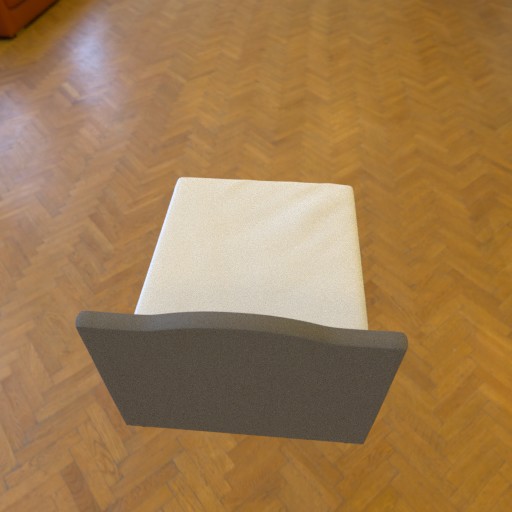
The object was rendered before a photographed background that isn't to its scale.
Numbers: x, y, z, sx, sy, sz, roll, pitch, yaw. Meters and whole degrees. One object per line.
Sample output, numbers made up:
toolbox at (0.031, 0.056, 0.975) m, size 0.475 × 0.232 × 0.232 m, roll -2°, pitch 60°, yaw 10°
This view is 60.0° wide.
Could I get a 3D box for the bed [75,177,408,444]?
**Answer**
bed at (0.000, 0.000, 3.456) m, size 1.821 × 1.436 × 2.282 m, roll 3°, pitch 47°, yaw 3°
